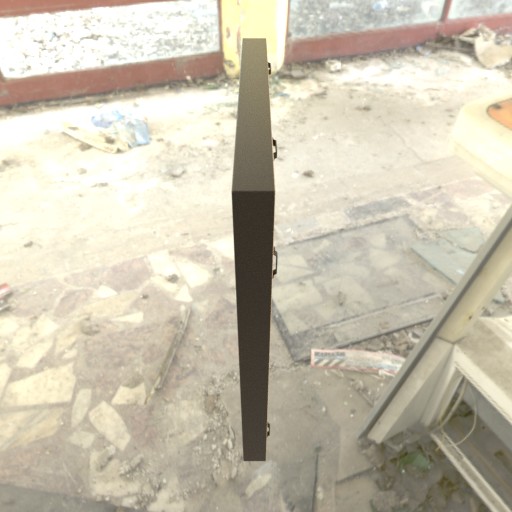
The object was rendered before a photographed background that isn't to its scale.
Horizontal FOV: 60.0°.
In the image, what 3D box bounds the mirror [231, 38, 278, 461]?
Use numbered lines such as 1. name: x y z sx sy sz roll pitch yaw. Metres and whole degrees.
1. mirror: 0.000 0.000 0.680 0.041 0.509 0.406 0 42 0
